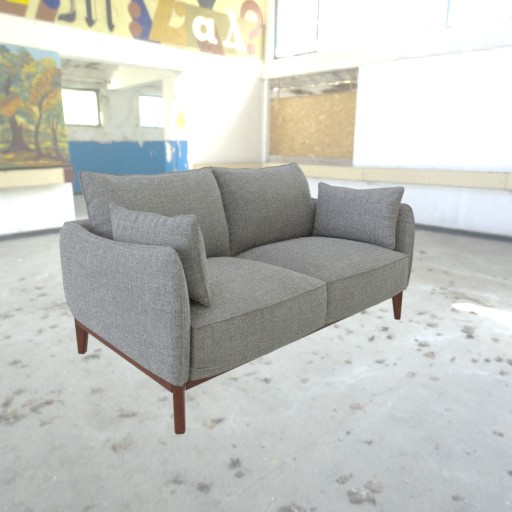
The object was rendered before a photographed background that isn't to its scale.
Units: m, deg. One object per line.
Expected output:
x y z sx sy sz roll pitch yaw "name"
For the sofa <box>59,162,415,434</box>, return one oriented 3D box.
0.000 0.000 2.179 1.580 0.851 0.972 -13 20 -42 "sofa"
